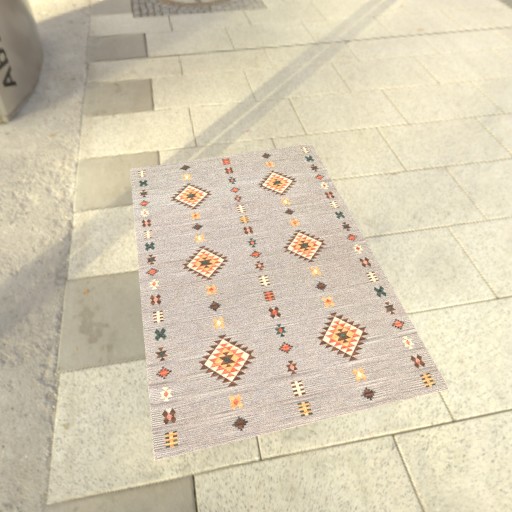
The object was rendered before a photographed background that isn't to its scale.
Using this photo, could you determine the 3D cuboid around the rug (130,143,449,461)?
[{"bbox_3d":[0.000,0.000,2.338,1.217,0.005,1.818,-10,49,-9],"label":"rug"}]
